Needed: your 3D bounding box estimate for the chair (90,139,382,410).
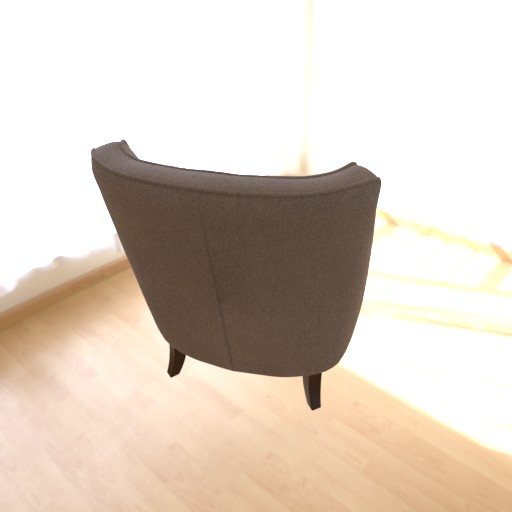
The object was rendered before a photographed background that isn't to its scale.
[{"bbox_3d":[0.000,0.000,1.569,0.781,0.919,0.910,9,33,14],"label":"chair"}]
